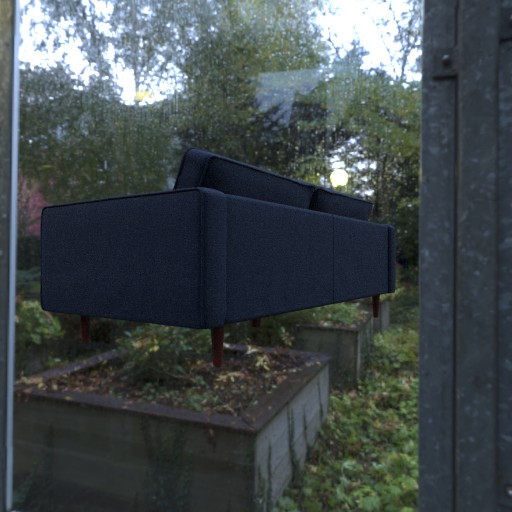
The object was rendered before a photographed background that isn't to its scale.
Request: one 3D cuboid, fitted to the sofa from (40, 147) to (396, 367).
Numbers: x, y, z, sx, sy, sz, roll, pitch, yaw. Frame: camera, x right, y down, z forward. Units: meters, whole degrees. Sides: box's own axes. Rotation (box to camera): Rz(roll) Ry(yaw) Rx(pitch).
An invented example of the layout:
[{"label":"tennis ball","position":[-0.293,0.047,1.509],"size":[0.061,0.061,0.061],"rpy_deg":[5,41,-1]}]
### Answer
[{"label":"sofa","position":[0.000,0.000,2.340],"size":[0.914,0.762,1.880],"rpy_deg":[0,-1,35]}]
